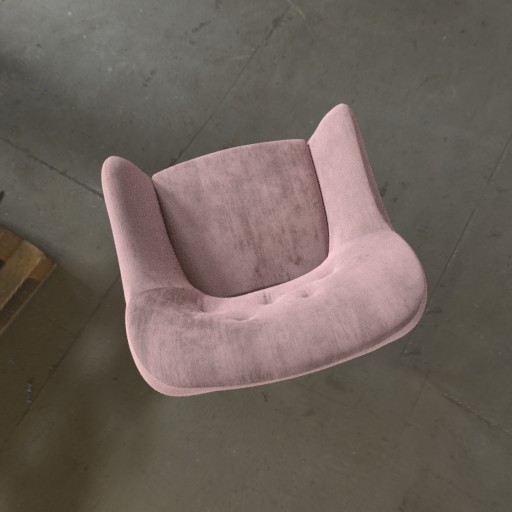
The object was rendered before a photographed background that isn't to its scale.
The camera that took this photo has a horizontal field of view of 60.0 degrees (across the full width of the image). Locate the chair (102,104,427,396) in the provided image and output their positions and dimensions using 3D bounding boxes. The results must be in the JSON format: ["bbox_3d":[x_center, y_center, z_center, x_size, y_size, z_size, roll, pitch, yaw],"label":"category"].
[{"bbox_3d":[0.000,0.000,1.508,0.840,0.820,0.820,-14,75,-4],"label":"chair"}]
